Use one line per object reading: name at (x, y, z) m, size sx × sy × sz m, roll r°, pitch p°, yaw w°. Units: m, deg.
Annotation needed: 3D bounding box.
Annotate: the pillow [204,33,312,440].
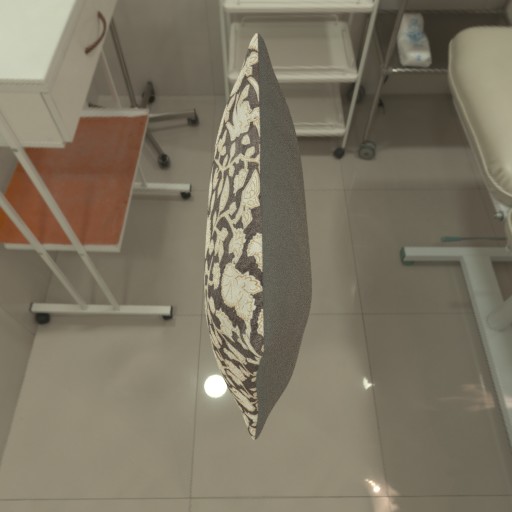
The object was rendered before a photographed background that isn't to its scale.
pillow at (0.000, 0.000, 0.778) m, size 0.166 × 0.507 × 0.526 m, roll 0°, pitch 59°, yaw 0°
